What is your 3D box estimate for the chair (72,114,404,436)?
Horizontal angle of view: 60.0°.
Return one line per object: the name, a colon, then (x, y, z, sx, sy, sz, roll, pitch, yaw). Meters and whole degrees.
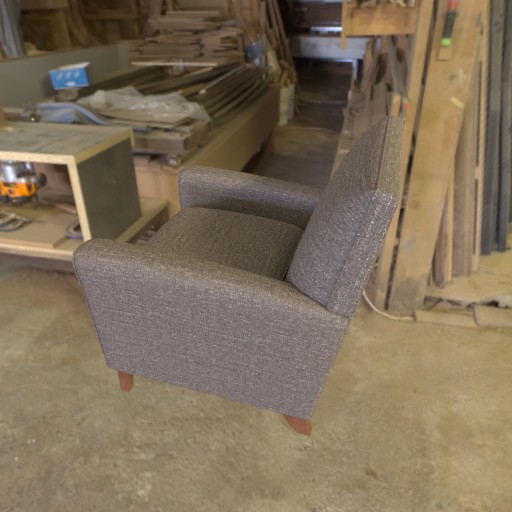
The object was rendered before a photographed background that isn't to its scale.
chair: (0.000, 0.000, 1.591, 0.875, 0.885, 0.838, 9, 31, 14)
